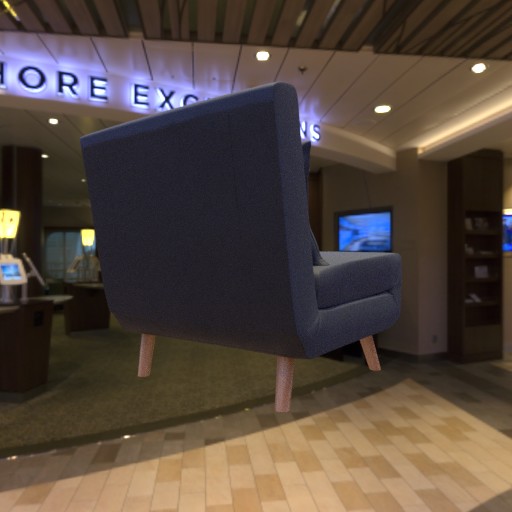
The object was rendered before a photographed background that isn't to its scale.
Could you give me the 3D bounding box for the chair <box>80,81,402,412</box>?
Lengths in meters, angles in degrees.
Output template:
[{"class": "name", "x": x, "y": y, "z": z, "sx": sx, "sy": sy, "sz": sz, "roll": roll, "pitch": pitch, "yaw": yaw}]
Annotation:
[{"class": "chair", "x": 0.000, "y": 0.000, "z": 1.539, "sx": 0.770, "sy": 0.808, "sz": 0.900, "roll": 0, "pitch": 0, "yaw": 37}]
